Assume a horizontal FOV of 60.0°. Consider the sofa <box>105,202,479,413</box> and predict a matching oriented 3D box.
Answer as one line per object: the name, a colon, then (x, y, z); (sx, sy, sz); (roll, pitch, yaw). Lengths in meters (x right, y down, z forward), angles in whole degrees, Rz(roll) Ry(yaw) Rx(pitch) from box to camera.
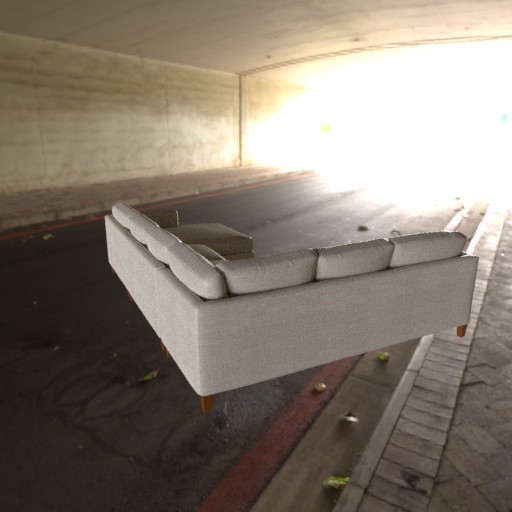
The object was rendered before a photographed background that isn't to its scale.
sofa: (0.000, 0.000, 4.753); (2.594, 0.961, 3.460); (-8, 18, -26)
